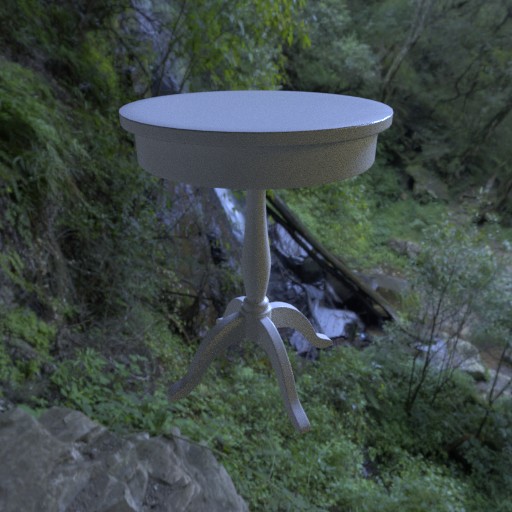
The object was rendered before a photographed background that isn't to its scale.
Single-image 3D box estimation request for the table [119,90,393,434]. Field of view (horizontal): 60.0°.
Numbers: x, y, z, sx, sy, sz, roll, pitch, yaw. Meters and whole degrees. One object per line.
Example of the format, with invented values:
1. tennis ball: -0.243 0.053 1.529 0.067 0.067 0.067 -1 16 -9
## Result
1. table: 0.000 0.000 1.005 0.513 0.653 0.513 0 27 0
